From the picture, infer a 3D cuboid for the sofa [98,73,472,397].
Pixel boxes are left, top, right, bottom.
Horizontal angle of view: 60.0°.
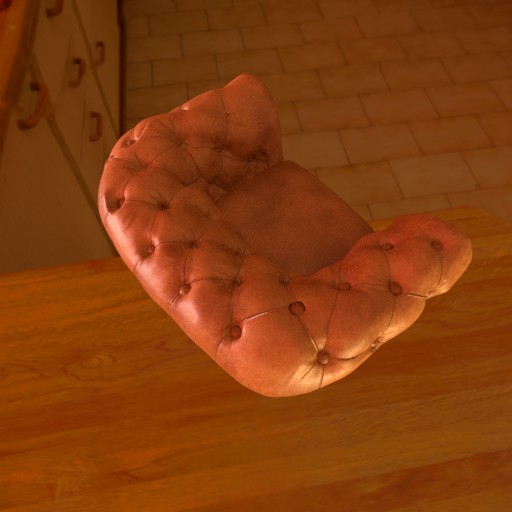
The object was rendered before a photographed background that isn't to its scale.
[{"bbox_3d":[0.000,0.000,2.032,1.033,0.878,1.405,-35,64,-20],"label":"sofa"}]
